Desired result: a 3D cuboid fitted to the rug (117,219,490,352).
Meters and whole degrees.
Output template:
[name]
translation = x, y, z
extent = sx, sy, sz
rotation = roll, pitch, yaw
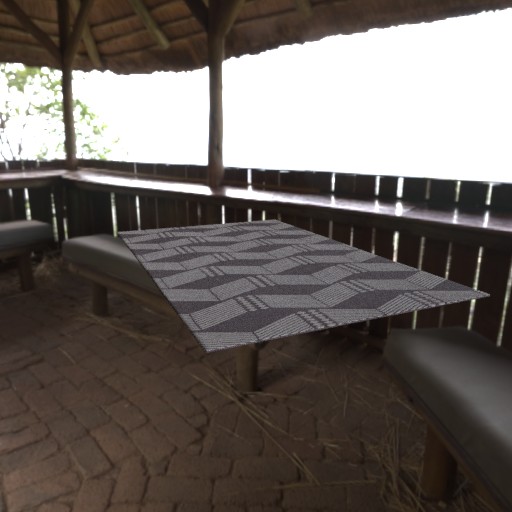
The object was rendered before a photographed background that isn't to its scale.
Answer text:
[rug]
translation = 0.000, 0.000, 3.025
extent = 1.517, 0.011, 2.435
rotation = -7, 16, -24
